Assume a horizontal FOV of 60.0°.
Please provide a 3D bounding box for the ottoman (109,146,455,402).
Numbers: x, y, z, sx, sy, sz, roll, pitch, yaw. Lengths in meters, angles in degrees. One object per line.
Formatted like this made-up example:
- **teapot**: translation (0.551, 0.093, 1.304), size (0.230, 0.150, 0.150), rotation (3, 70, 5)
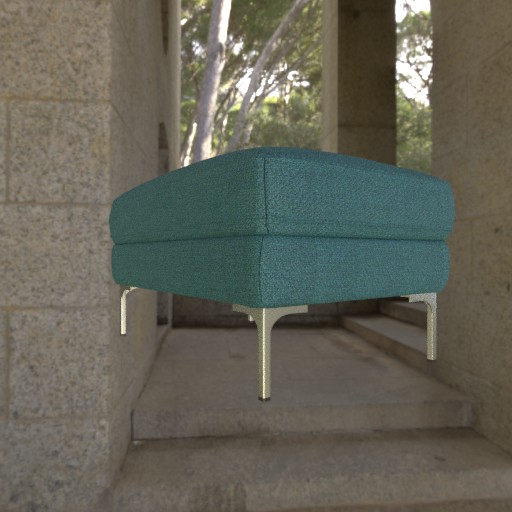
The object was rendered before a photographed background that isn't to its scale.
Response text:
- **ottoman**: translation (0.000, 0.000, 1.214), size (0.563, 0.498, 0.856), rotation (0, 0, -35)
